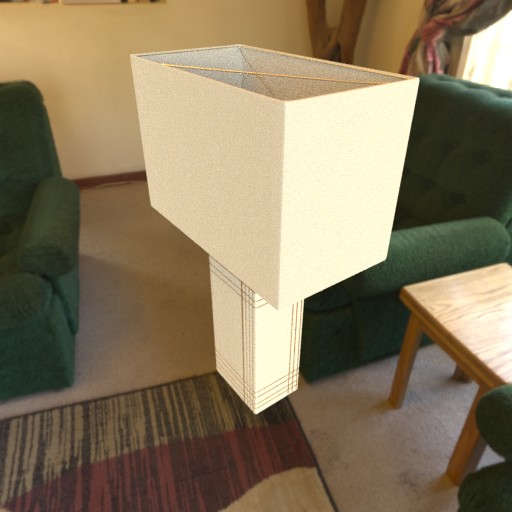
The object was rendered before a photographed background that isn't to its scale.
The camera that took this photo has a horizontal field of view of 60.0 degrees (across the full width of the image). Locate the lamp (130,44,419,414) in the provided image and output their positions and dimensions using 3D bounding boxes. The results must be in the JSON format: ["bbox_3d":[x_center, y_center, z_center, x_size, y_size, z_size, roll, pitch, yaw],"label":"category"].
[{"bbox_3d":[0.000,0.000,0.675,0.182,0.543,0.334,-21,38,-30],"label":"lamp"}]
